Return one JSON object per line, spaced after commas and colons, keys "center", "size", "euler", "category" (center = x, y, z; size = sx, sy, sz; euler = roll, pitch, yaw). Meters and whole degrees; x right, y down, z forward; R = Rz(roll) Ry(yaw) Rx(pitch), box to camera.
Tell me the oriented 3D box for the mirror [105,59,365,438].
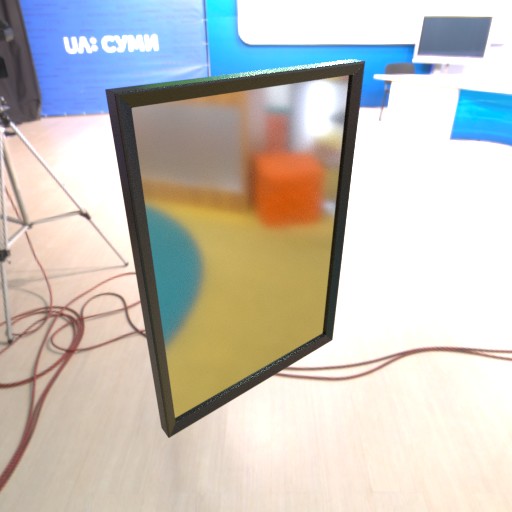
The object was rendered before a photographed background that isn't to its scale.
{"center": [0.000, 0.000, 0.919], "size": [0.507, 0.710, 0.039], "euler": [-22, 37, -32], "category": "mirror"}
